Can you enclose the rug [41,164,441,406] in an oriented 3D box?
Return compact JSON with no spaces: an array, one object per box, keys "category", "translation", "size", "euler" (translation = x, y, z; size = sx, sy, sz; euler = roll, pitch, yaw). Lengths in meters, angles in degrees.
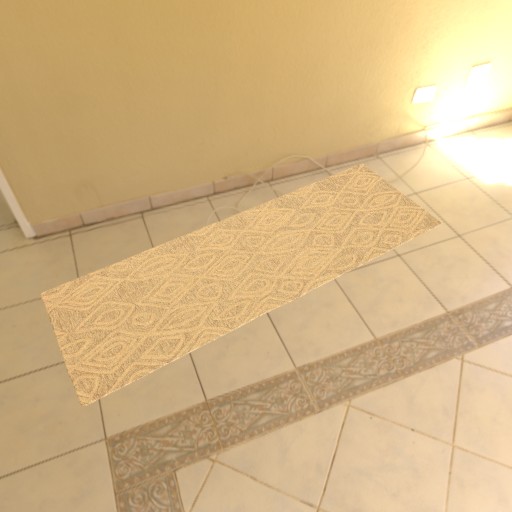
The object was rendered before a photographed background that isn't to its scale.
[{"category":"rug","translation":[0.000,0.000,2.754],"size":[2.436,0.013,0.807],"euler":[-24,51,-21]}]
